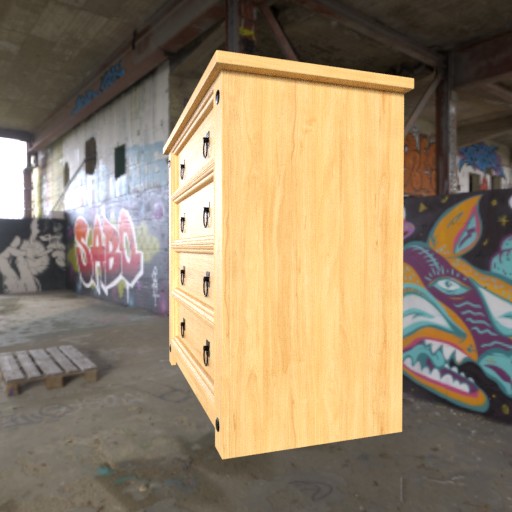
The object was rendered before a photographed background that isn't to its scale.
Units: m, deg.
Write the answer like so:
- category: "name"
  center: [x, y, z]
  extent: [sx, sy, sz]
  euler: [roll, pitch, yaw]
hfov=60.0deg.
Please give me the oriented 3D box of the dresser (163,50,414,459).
- category: "dresser"
  center: [0.000, 0.000, 1.218]
  extent: [0.410, 0.730, 0.800]
  euler: [0, 1, -18]
